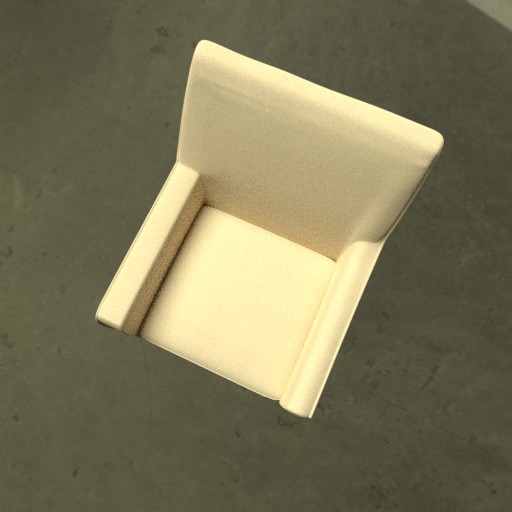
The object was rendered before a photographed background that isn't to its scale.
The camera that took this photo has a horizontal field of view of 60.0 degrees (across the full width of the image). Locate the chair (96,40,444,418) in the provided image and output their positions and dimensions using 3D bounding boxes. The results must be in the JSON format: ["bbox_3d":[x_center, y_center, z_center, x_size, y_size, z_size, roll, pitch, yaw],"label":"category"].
[{"bbox_3d":[0.000,0.000,1.603,0.780,0.919,0.899,24,78,6],"label":"chair"}]
